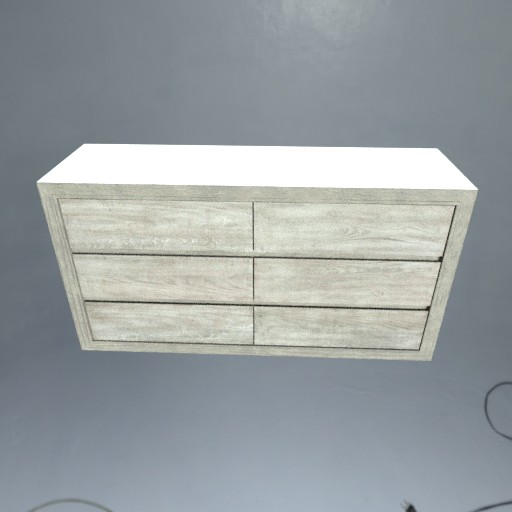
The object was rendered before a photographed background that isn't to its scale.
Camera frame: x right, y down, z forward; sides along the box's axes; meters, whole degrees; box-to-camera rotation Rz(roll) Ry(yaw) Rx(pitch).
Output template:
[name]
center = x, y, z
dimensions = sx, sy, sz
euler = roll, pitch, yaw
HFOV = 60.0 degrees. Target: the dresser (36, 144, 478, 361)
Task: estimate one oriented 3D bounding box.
[dresser]
center = 0.000, 0.000, 2.063
dimensions = 1.628, 0.889, 0.483
euler = 1, 31, 2
